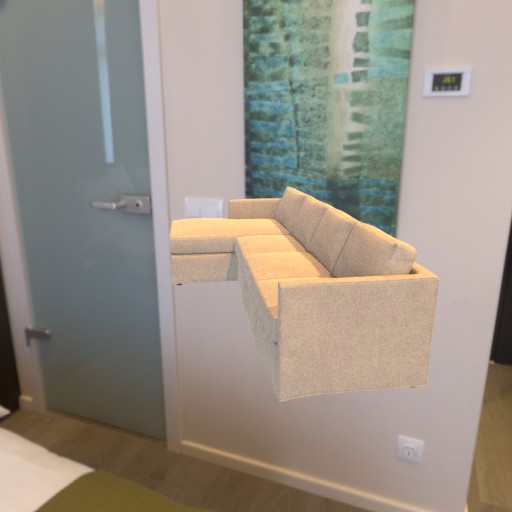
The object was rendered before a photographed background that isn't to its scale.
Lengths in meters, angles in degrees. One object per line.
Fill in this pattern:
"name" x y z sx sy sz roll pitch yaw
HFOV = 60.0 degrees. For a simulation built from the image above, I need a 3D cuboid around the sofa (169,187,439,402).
"sofa" 0.000 0.000 3.966 1.638 0.920 3.198 -2 16 -8
